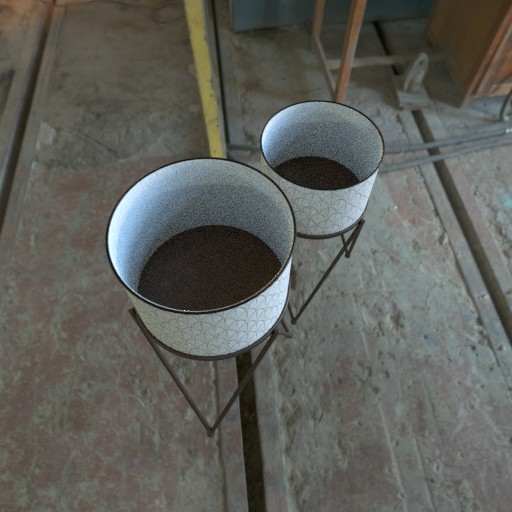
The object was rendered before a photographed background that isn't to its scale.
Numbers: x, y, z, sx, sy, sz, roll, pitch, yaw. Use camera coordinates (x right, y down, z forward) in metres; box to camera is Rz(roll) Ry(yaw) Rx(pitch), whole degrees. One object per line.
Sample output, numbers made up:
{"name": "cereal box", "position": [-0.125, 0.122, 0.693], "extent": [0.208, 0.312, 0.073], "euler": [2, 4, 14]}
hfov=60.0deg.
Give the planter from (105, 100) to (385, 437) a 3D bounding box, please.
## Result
{"name": "planter", "position": [0.000, 0.000, 1.158], "extent": [0.413, 0.712, 0.769], "euler": [34, 64, 19]}
